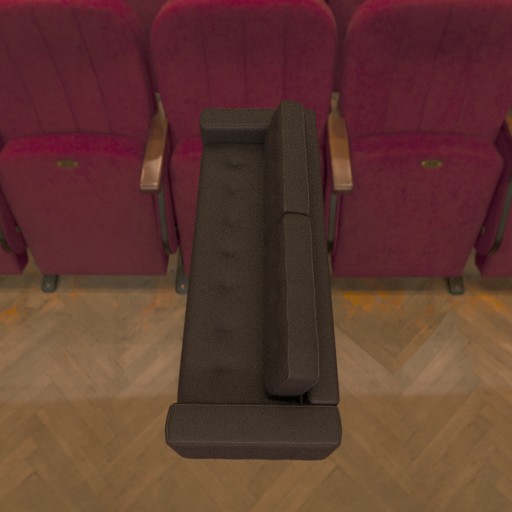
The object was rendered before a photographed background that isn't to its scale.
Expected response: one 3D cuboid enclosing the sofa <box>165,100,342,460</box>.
[{"bbox_3d":[0.000,0.000,2.758,0.833,0.893,2.275,1,59,0],"label":"sofa"}]
